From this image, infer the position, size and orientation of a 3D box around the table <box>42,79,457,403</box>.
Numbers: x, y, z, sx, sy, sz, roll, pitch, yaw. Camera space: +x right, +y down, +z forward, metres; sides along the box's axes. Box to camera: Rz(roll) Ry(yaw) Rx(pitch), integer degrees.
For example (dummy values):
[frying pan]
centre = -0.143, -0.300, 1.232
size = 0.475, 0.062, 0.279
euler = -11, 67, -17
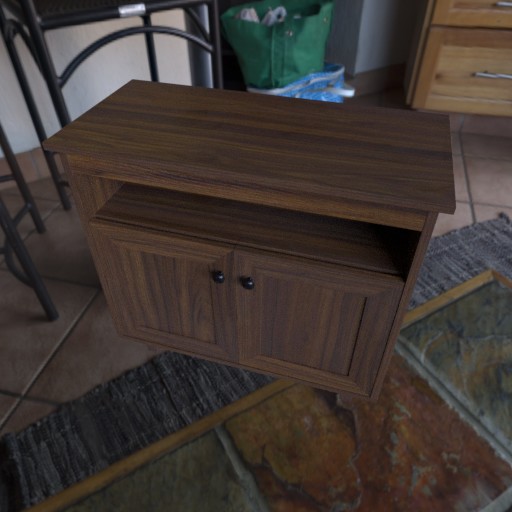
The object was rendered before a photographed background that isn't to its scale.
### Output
[table]
centre = 0.000, 0.000, 1.191
size = 0.802, 0.725, 0.390
euler = 11, 42, 12
